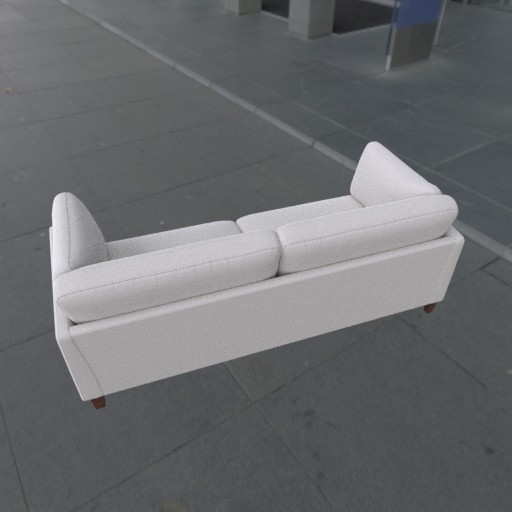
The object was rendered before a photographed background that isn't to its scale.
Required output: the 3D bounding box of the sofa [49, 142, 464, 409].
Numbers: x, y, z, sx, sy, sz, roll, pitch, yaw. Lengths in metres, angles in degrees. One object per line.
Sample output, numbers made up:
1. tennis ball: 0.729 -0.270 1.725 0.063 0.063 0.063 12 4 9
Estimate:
1. sofa: 0.000 0.000 2.732 2.301 0.863 0.957 -13 41 -15
